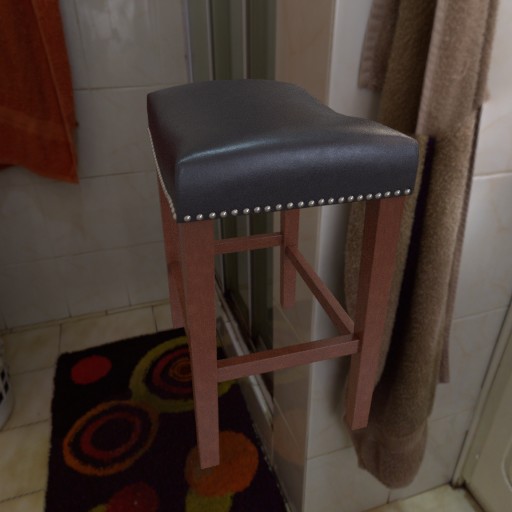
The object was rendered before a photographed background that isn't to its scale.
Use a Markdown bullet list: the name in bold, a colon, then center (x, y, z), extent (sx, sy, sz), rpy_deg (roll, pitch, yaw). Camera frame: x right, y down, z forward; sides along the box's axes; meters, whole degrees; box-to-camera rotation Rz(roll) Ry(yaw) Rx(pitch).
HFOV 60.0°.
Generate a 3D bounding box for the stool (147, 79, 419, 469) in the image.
- **stool**: center (0.000, 0.000, 0.955), extent (0.372, 0.654, 0.504), rpy_deg (-8, 31, -14)
